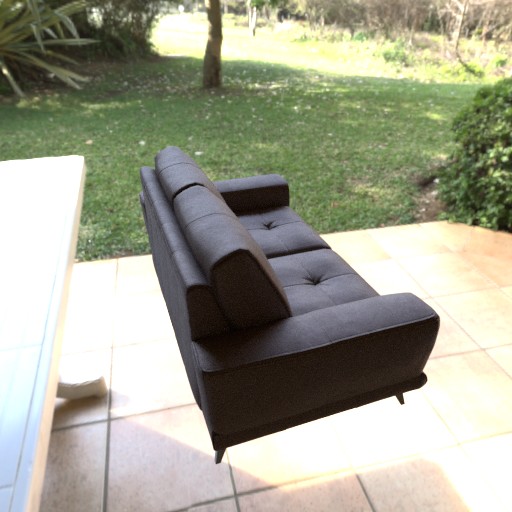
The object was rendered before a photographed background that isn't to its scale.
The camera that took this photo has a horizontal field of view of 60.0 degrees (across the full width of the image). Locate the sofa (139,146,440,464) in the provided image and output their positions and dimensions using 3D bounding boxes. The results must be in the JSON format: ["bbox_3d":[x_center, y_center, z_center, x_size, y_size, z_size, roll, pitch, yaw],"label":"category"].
[{"bbox_3d":[0.000,0.000,2.400,1.018,0.907,1.806,-10,32,-17],"label":"sofa"}]
